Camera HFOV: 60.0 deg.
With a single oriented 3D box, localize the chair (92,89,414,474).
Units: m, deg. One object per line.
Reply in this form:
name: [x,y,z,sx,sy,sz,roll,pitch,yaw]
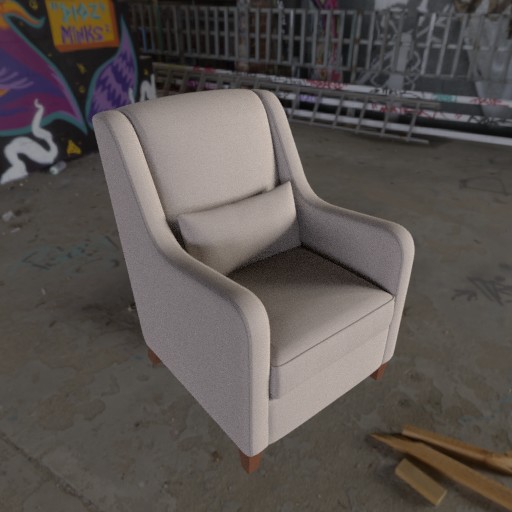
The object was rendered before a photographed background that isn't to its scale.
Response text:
chair: [0.000,0.000,1.591,0.715,1.010,0.863,-22,37,-32]
